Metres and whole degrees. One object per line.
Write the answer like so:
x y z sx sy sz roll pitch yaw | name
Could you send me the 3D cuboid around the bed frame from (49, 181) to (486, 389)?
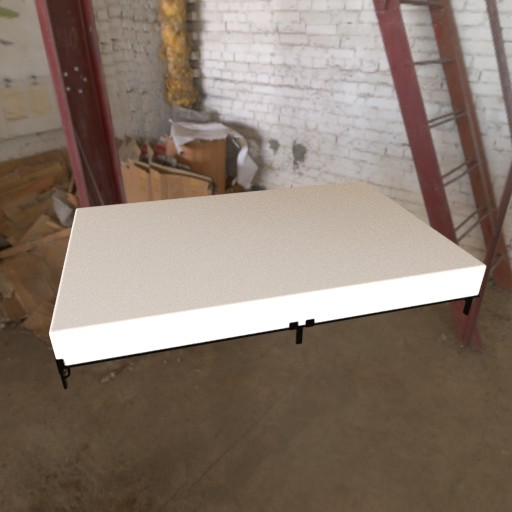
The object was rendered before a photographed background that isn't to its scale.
0.000 0.000 3.791 2.987 0.440 1.930 -7 30 -13 | bed frame
